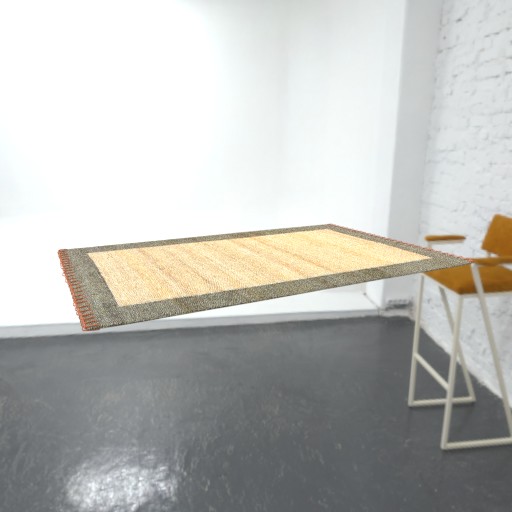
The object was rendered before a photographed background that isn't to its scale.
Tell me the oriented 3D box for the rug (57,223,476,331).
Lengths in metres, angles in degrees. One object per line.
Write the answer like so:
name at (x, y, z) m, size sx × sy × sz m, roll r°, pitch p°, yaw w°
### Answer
rug at (0.000, 0.000, 2.293) m, size 1.838 × 0.019 × 1.220 m, roll -7°, pitch 16°, yaw -26°
